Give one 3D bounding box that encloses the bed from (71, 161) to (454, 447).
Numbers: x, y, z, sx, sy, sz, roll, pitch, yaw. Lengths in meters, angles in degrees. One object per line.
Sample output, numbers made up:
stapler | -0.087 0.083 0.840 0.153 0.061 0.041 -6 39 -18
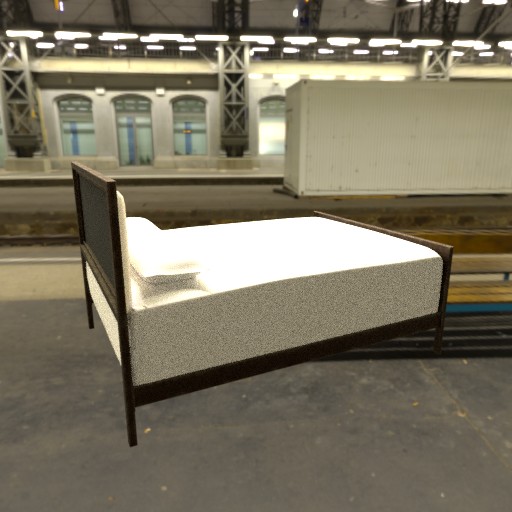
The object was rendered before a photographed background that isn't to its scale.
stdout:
bed | 0.000 0.000 3.207 2.221 1.313 1.607 -8 17 -26
